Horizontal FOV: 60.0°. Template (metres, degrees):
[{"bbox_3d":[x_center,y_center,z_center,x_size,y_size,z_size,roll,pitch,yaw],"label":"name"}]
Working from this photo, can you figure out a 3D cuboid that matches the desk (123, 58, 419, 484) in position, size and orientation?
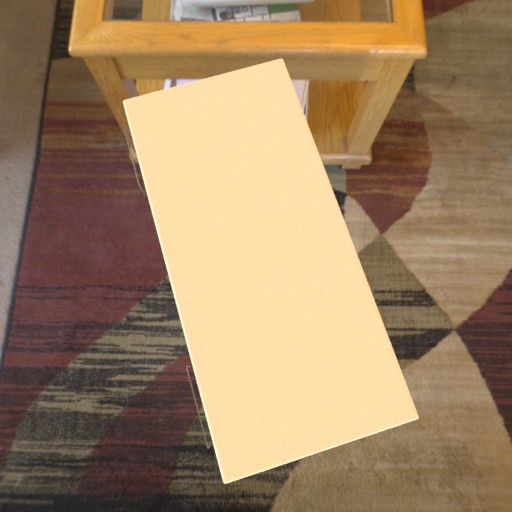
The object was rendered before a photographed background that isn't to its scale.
[{"bbox_3d":[0.000,0.000,2.252,0.900,0.455,1.900,-17,76,-4],"label":"desk"}]
